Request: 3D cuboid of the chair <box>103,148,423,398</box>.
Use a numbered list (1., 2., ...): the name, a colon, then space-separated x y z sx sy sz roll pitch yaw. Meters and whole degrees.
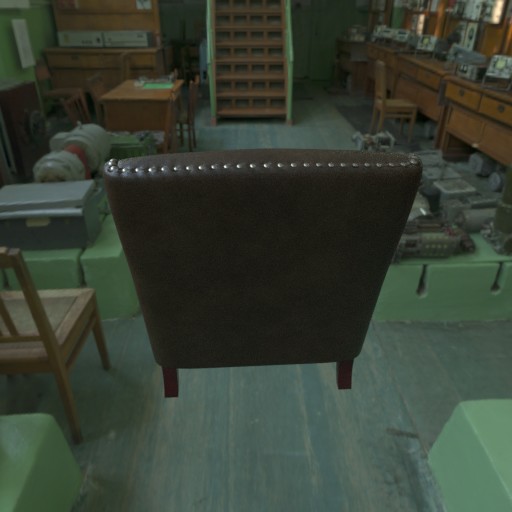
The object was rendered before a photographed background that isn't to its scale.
1. chair: 0.000 0.000 1.325 0.639 0.813 0.704 -2 30 -3
